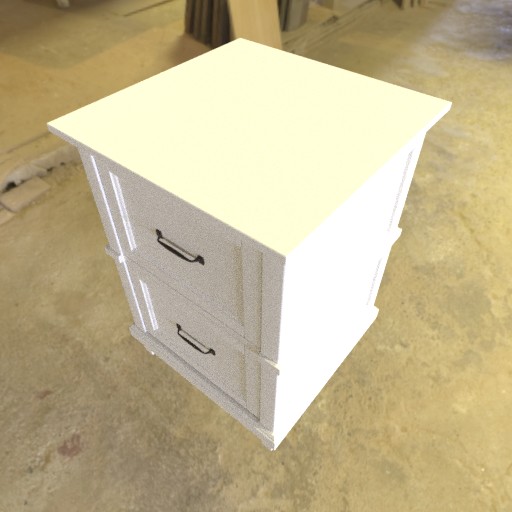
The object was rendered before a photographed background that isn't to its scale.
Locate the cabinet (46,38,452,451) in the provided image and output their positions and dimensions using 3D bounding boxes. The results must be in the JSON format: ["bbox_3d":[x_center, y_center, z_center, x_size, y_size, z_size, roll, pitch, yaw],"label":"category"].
[{"bbox_3d":[0.000,0.000,1.113,0.544,0.775,0.547,30,53,26],"label":"cabinet"}]
